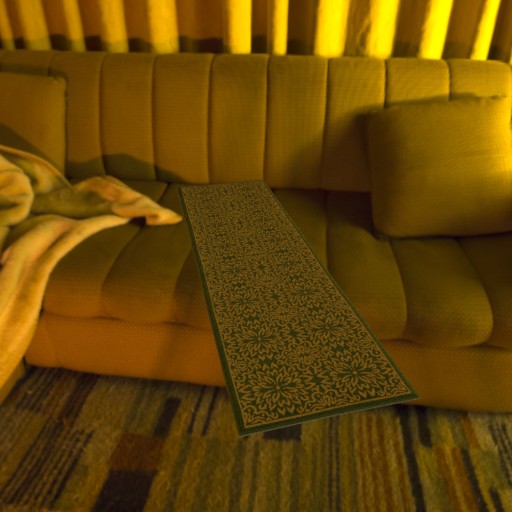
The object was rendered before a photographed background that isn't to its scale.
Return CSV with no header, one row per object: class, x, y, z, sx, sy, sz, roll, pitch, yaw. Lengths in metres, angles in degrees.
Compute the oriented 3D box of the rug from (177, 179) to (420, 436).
rug,0.000,0.000,2.424,0.662,0.011,2.196,-7,32,-12
